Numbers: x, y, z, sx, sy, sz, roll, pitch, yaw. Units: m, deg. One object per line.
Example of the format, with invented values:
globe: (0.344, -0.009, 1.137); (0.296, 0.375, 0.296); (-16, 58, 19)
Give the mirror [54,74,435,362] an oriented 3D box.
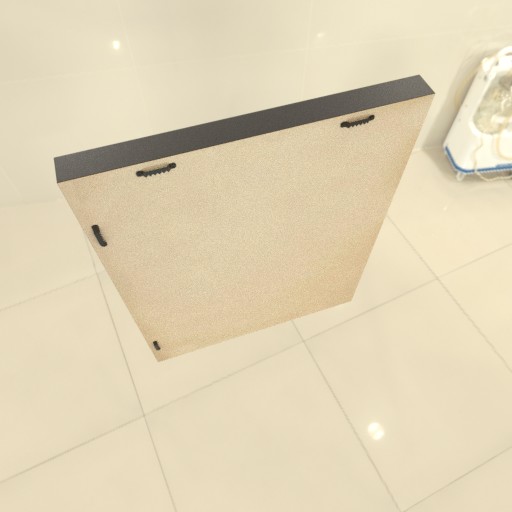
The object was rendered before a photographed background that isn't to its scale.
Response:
mirror: (0.000, 0.000, 0.673); (0.405, 0.508, 0.041); (-16, 59, -10)
